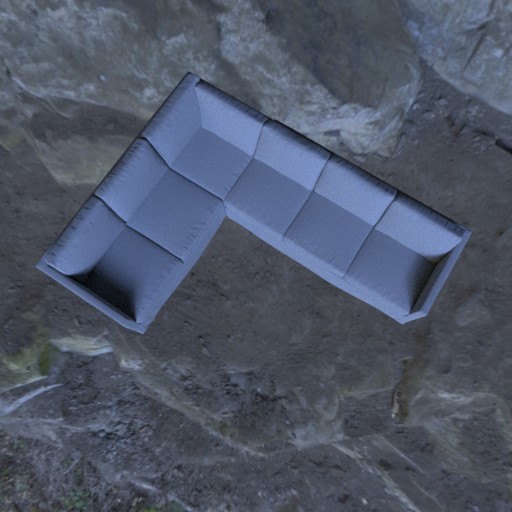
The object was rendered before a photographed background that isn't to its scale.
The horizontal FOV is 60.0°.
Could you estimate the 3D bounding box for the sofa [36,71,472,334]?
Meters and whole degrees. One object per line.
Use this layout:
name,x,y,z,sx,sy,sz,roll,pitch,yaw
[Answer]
sofa,0.000,0.000,4.257,3.182,0.871,2.432,32,78,8
